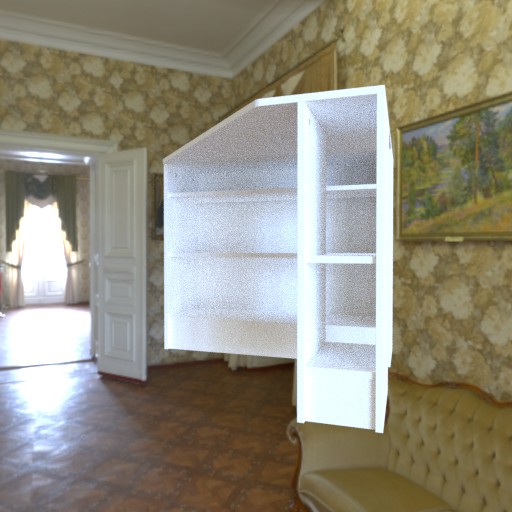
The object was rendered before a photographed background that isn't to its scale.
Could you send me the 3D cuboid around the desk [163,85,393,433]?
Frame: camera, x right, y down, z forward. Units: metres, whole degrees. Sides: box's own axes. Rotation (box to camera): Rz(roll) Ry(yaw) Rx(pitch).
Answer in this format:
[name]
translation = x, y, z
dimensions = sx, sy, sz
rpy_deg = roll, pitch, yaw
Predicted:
[desk]
translation = 0.000, 0.000, 1.628
dimensions = 0.940, 0.818, 0.926
rpy_deg = 0, 1, 18
